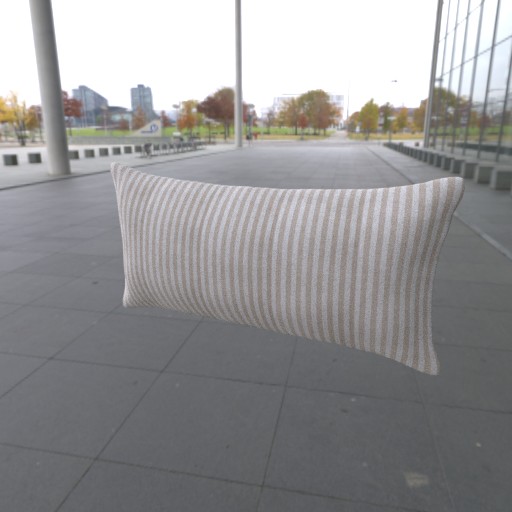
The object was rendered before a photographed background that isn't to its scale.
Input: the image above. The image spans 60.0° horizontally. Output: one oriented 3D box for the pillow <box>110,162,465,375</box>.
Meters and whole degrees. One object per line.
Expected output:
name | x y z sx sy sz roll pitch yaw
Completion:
pillow | 0.000 0.000 0.755 0.617 0.295 0.151 8 17 25
